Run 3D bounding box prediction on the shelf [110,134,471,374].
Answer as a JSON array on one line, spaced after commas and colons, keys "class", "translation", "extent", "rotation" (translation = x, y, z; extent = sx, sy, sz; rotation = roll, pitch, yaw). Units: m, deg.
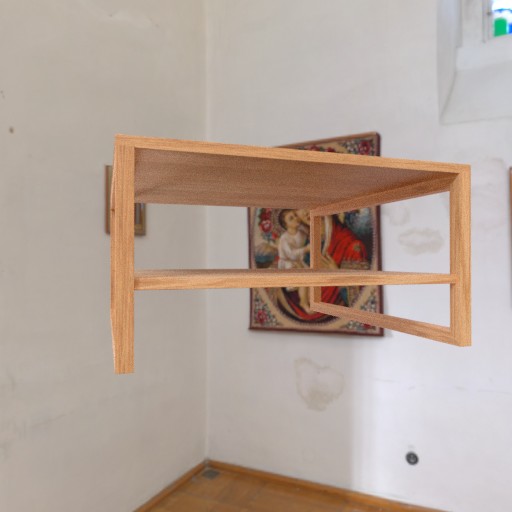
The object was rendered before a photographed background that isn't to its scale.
[{"class": "shelf", "translation": [0.000, 0.000, 1.454], "extent": [0.899, 0.480, 0.899], "rotation": [0, 0, -19]}]
